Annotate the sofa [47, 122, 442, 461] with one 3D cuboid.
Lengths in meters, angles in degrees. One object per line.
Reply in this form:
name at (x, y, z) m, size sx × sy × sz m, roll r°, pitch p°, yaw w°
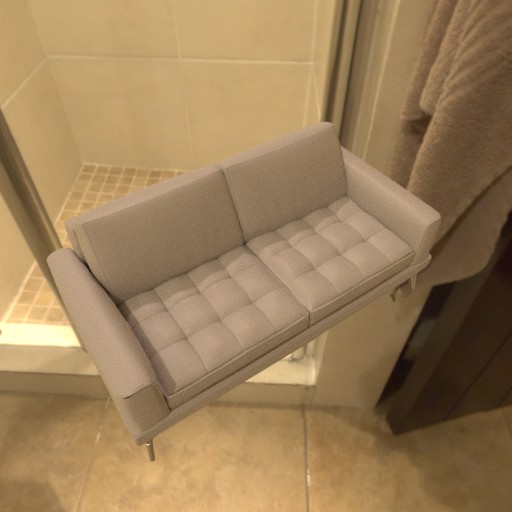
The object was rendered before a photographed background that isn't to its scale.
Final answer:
sofa at (0.000, 0.000, 2.712) m, size 2.177 × 0.930 × 1.121 m, roll -26°, pitch 52°, yaw -23°
